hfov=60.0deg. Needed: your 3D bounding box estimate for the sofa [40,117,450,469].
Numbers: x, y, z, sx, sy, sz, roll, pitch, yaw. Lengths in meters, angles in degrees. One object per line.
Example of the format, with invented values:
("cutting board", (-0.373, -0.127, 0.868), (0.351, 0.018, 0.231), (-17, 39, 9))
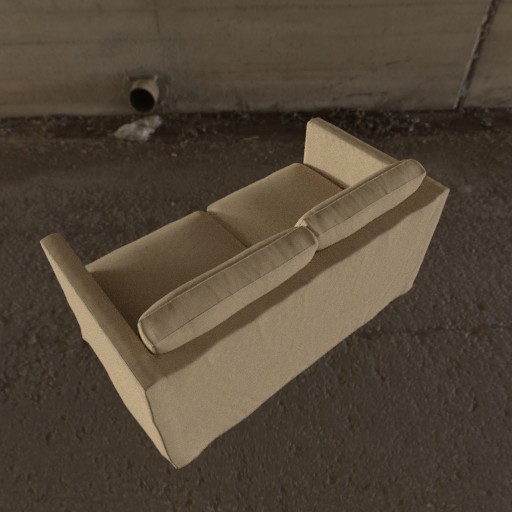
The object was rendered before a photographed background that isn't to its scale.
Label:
("sofa", (0.000, 0.000, 2.239), (1.719, 0.835, 0.962), (-30, 53, -26))
